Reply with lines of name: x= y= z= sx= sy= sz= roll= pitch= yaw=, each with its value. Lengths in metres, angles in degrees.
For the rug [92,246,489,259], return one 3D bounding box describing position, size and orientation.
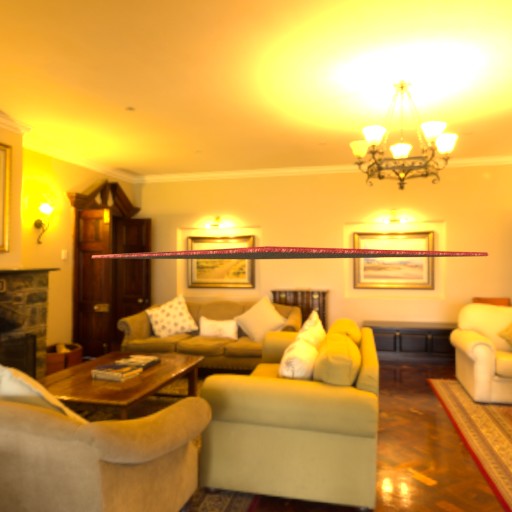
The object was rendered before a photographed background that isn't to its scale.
rug: x=0.000 y=0.000 z=2.348 sx=1.230 sy=0.018 sz=1.835 roll=1 pitch=-1 yaw=-35
